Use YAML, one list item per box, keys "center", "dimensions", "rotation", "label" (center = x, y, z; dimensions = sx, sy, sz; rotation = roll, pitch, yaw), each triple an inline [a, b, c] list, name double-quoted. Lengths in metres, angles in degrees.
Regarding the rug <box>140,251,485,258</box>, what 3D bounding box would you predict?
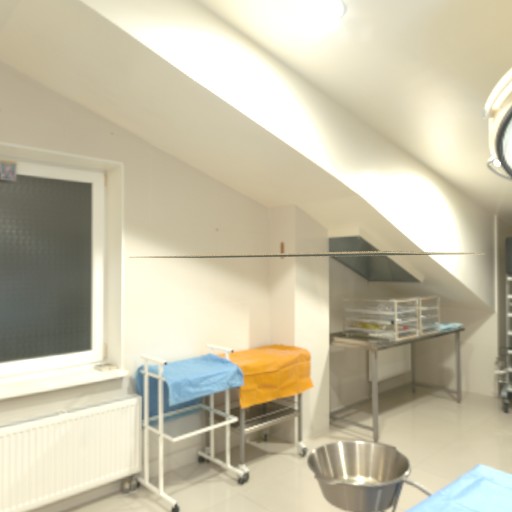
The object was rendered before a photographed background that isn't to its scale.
- center: [0.000, 0.000, 2.706]
  dimensions: [0.688, 0.005, 2.437]
  rotation: [1, -1, -36]
  label: "rug"
